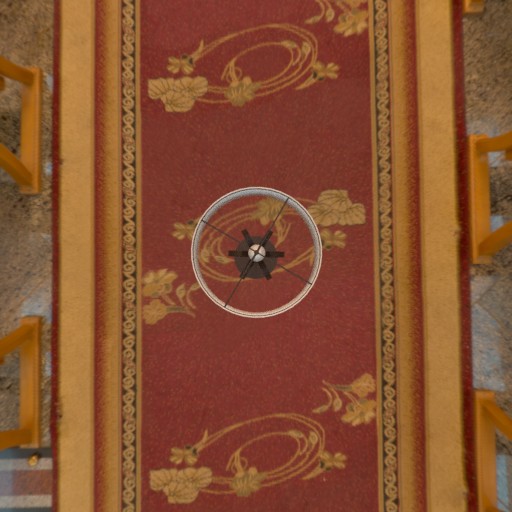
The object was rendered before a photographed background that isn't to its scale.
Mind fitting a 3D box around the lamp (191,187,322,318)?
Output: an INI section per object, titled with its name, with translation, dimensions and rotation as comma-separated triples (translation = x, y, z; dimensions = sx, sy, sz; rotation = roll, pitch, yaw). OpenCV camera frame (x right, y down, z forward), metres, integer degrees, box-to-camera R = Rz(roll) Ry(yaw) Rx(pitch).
[lamp]
translation = 0.000, 0.000, 1.582
dimensions = 0.286, 1.462, 0.286
rotation = 0, 89, 0
